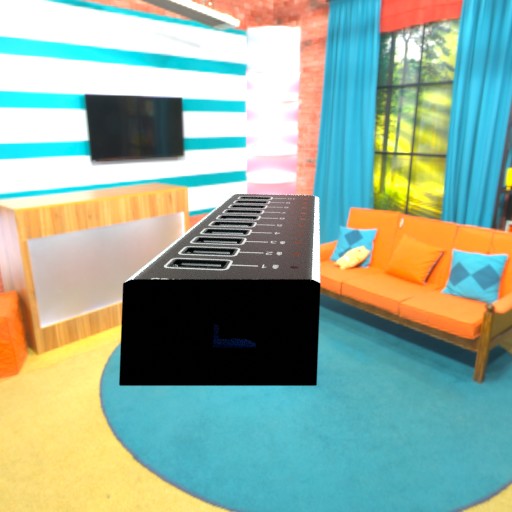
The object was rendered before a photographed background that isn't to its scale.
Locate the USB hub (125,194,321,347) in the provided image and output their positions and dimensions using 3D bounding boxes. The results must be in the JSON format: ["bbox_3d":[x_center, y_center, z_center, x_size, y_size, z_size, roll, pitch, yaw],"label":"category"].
[{"bbox_3d":[0.000,0.000,0.158,0.044,0.023,0.145,2,17,7],"label":"USB hub"}]
